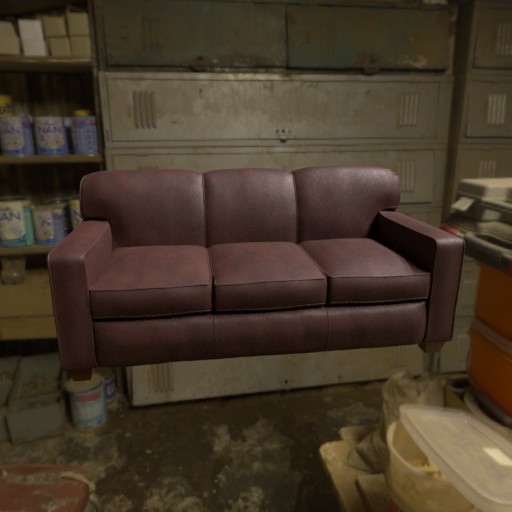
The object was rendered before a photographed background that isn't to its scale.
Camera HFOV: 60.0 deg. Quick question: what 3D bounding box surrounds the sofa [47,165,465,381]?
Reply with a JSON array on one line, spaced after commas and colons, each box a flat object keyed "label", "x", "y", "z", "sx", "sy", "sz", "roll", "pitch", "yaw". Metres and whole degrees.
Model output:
[{"label": "sofa", "x": 0.000, "y": 0.000, "z": 2.563, "sx": 2.039, "sy": 0.953, "sz": 1.008, "roll": -2, "pitch": 16, "yaw": -8}]
